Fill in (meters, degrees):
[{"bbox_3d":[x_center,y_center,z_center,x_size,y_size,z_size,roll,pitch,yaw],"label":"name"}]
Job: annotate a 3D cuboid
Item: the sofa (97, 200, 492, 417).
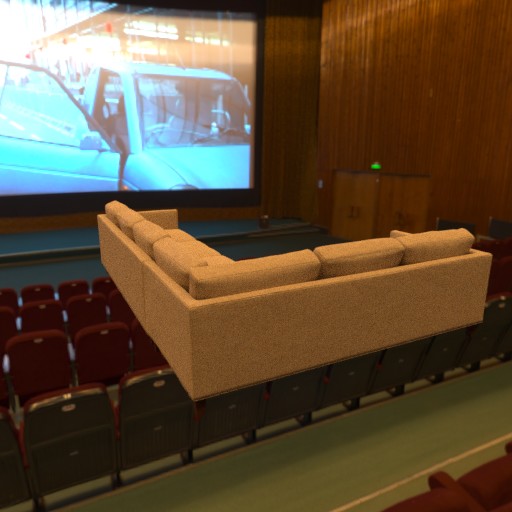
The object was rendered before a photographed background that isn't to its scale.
[{"bbox_3d":[0.000,0.000,4.251,2.432,0.863,3.182,-8,17,-26],"label":"sofa"}]
